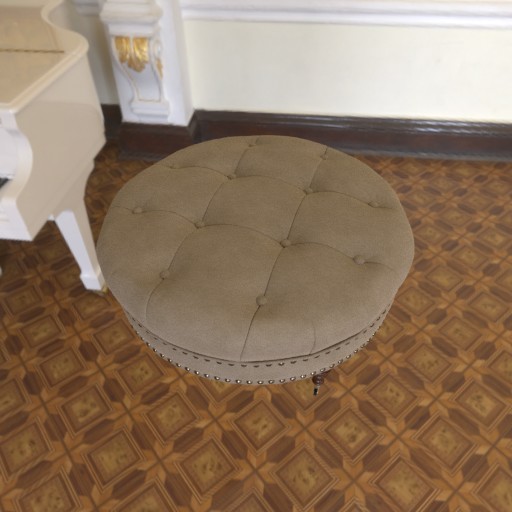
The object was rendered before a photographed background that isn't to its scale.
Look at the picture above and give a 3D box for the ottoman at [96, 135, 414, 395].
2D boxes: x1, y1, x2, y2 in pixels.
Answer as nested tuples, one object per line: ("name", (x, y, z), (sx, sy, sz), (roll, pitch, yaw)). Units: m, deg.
("ottoman", (0.000, 0.000, 1.380), (0.901, 0.439, 0.901), (0, 43, 0))
